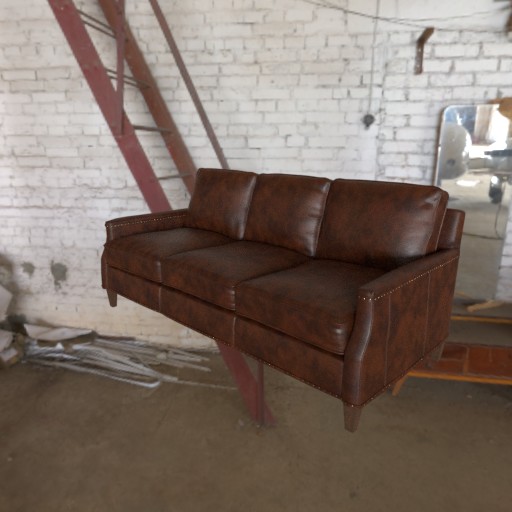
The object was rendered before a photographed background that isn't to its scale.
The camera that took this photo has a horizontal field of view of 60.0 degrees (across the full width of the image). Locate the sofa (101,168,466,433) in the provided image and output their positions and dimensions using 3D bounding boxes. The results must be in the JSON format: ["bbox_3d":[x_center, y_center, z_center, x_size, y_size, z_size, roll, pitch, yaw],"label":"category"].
[{"bbox_3d":[0.000,0.000,2.858,2.240,1.003,1.084,14,21,42],"label":"sofa"}]
